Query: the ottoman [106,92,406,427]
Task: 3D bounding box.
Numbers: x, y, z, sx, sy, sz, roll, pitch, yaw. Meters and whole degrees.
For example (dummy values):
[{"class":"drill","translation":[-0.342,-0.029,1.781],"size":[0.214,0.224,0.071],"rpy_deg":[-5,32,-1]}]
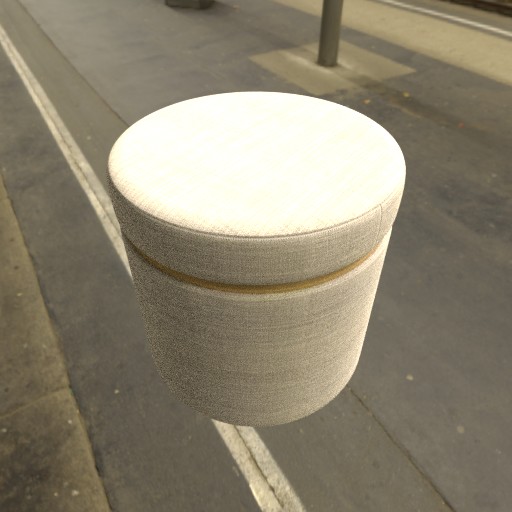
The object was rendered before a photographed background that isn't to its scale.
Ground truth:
[{"class":"ottoman","translation":[0.000,0.000,0.729],"size":[0.400,0.406,0.400],"rpy_deg":[0,41,0]}]
